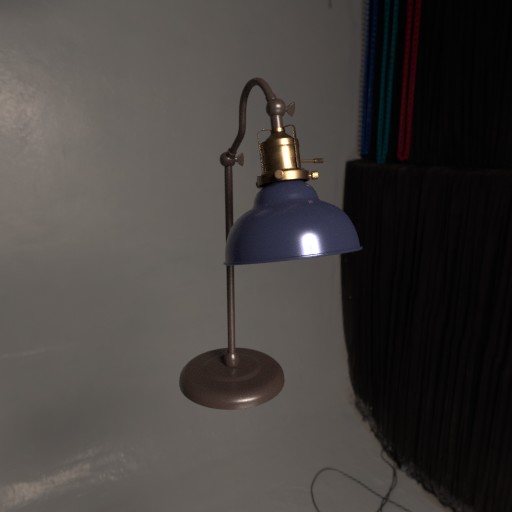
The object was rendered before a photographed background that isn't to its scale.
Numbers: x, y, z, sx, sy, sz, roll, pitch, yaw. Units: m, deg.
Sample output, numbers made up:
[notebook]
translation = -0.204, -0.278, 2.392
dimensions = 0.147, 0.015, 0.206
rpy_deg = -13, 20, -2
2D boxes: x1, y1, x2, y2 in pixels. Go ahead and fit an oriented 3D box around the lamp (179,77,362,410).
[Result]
[lamp]
translation = 0.000, 0.000, 0.674
dimensions = 0.192, 0.508, 0.374
rpy_deg = -8, 16, -28
